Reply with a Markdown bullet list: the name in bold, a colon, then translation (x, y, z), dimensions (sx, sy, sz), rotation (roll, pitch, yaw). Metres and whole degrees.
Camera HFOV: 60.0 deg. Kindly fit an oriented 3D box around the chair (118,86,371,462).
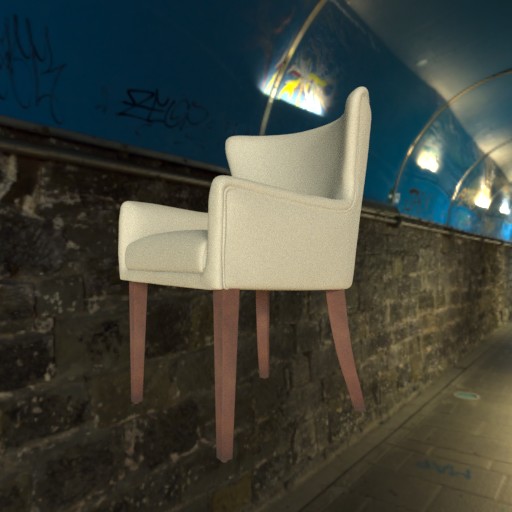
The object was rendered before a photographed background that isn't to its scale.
- **chair**: translation (0.000, 0.000, 1.408), dimensions (0.686, 0.952, 0.660), rotation (0, 0, -37)
